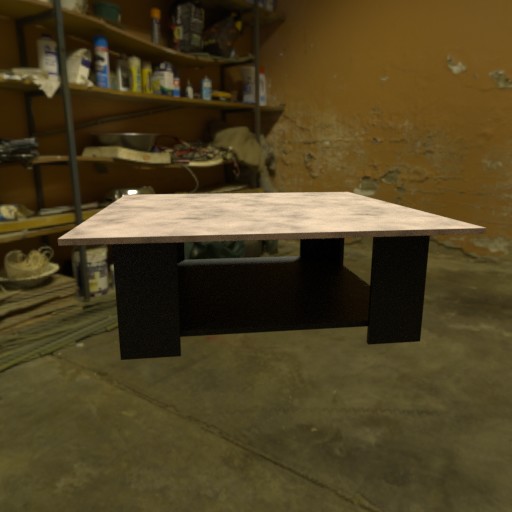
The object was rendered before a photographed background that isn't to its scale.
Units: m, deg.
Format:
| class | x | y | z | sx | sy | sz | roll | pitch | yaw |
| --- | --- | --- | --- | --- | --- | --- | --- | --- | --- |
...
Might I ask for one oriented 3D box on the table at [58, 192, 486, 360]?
| class | x | y | z | sx | sy | sz | roll | pitch | yaw |
| --- | --- | --- | --- | --- | --- | --- | --- | --- | --- |
| table | 0.000 | 0.000 | 1.370 | 0.890 | 0.305 | 0.890 | -2 | 13 | -8 |
